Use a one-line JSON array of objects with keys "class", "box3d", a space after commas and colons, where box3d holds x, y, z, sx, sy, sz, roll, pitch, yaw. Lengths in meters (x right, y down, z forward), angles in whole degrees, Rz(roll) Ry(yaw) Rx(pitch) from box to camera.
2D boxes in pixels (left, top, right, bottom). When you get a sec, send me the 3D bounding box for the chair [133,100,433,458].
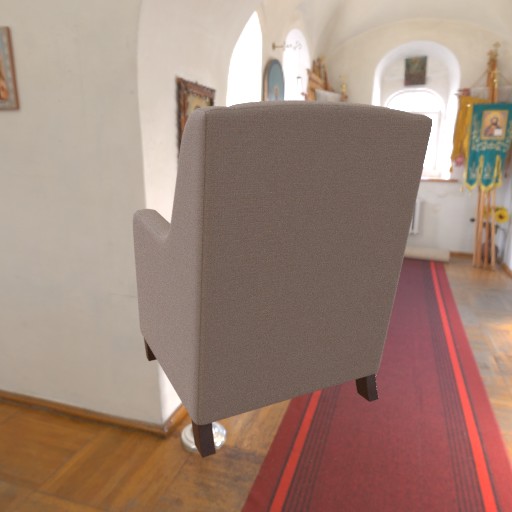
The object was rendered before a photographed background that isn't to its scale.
[{"class": "chair", "box3d": [0.000, 0.000, 1.619, 0.715, 1.017, 0.896, -7, 16, -26]}]
